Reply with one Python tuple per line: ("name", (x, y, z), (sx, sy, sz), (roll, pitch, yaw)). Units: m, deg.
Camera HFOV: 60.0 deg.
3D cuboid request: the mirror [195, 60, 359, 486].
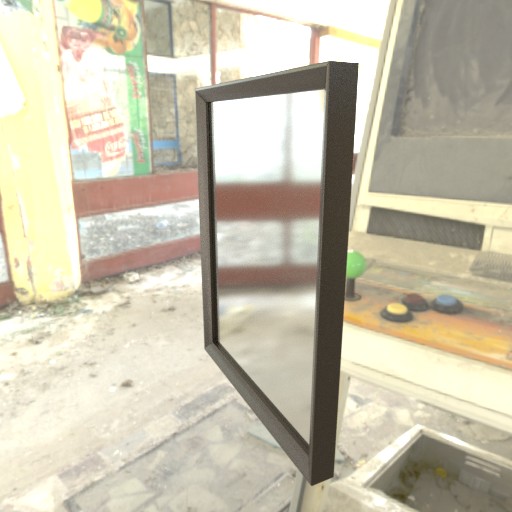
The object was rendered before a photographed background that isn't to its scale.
("mirror", (0.000, 0.000, 0.683), (0.041, 0.509, 0.406), (-8, 18, -25))
